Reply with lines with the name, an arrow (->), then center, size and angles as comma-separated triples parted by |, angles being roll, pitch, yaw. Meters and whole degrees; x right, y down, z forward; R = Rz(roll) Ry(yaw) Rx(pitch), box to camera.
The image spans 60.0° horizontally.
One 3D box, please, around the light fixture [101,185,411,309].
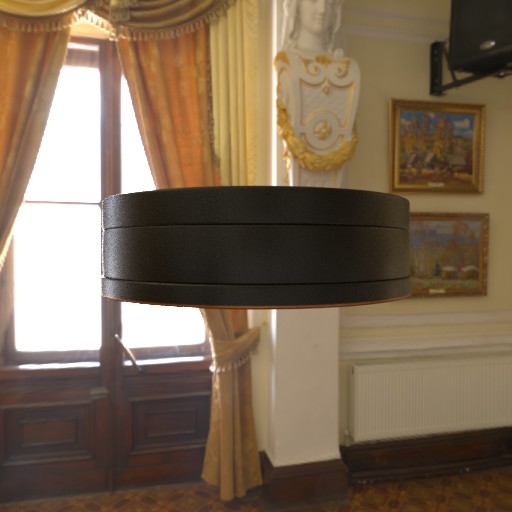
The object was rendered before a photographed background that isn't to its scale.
light fixture -> 0.000, 0.000, 0.428 | 0.283, 0.097, 0.283 | 0, 1, 0
